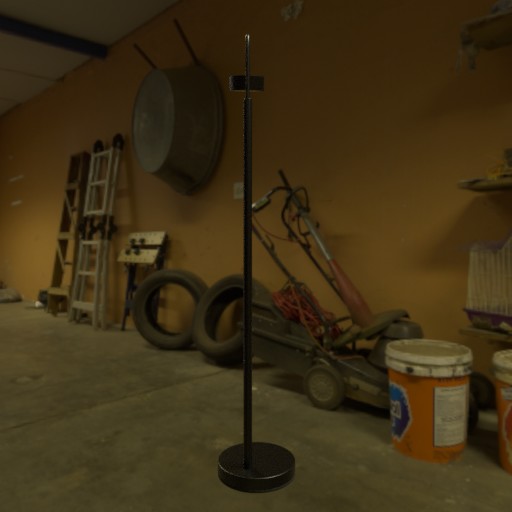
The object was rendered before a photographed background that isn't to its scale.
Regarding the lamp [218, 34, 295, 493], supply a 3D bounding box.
[{"bbox_3d":[0.000,0.000,1.352,0.219,1.230,0.418,0,1,-1],"label":"lamp"}]
